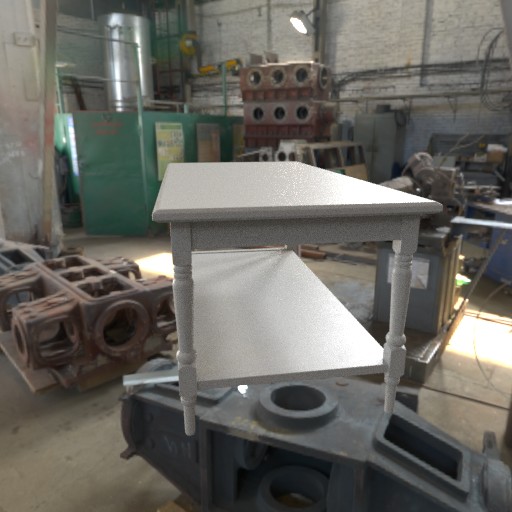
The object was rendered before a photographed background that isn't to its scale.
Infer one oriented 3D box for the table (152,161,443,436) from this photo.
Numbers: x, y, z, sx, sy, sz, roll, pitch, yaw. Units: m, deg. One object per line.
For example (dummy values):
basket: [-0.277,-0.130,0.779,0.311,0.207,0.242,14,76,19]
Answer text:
table: [0.000,0.000,1.408,0.551,0.506,1.109,-3,16,-9]
